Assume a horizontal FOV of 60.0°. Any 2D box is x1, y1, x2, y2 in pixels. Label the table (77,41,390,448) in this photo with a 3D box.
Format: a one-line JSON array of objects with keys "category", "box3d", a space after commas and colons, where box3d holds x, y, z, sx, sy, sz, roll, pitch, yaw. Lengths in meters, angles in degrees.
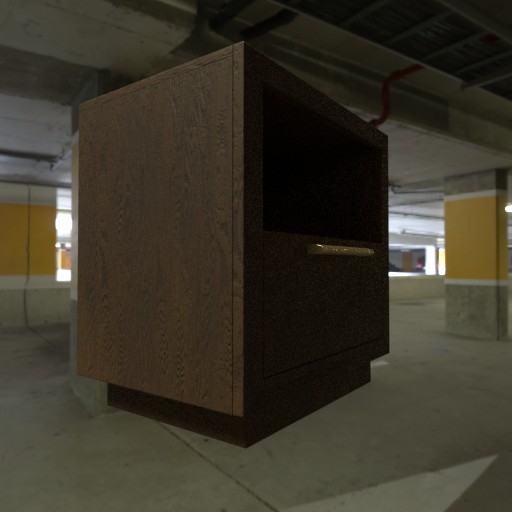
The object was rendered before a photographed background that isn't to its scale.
[{"category": "table", "box3d": [0.000, 0.000, 0.945, 0.439, 0.585, 0.560, -1, -2, 37]}]
